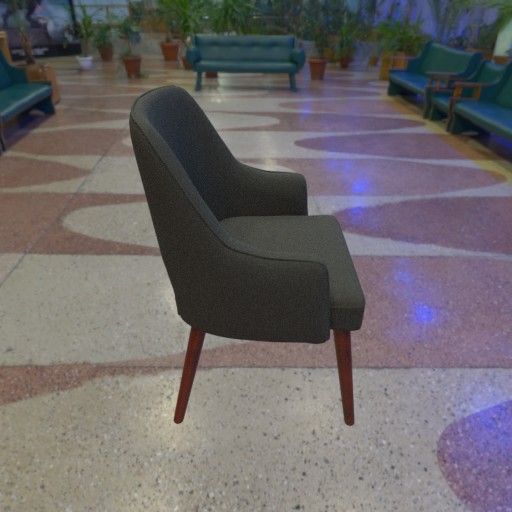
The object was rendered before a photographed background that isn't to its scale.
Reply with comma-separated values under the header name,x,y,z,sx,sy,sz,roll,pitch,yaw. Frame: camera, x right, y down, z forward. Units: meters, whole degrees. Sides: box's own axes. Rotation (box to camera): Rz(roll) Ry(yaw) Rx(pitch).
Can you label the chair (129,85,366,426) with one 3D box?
name,x,y,z,sx,sy,sz,roll,pitch,yaw
chair,0.000,0.000,1.221,0.560,0.838,0.559,0,31,0
